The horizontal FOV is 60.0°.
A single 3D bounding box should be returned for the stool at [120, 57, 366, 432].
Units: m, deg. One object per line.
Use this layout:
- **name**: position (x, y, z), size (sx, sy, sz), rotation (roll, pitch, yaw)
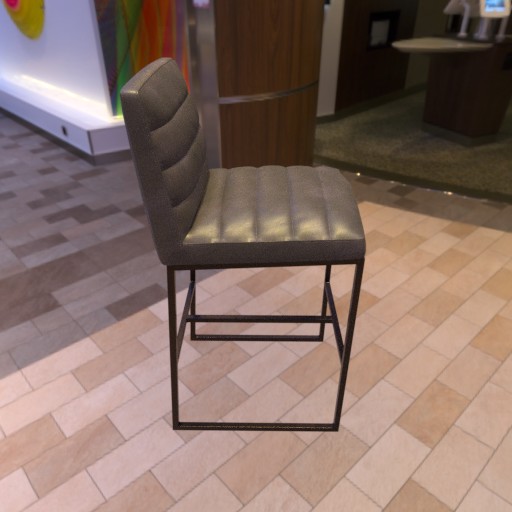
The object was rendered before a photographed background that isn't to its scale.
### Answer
- **stool**: position (0.000, 0.000, 1.339), size (0.562, 1.065, 0.463), rotation (0, 32, 1)
